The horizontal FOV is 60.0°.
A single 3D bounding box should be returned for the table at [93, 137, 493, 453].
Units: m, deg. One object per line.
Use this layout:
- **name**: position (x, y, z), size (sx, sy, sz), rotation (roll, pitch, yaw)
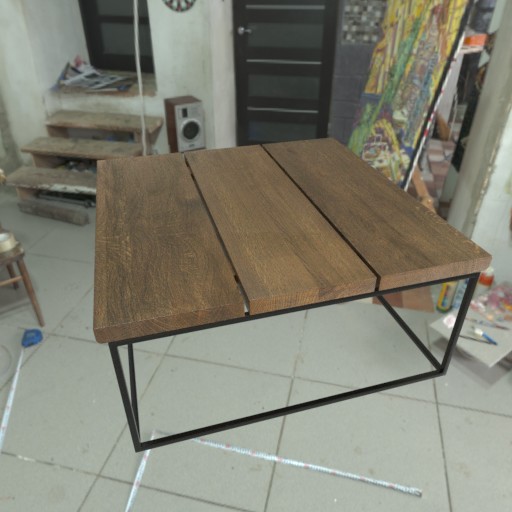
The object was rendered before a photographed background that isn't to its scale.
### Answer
- **table**: position (0.000, 0.000, 1.408), size (0.900, 0.400, 0.900), rotation (-9, 34, -14)
